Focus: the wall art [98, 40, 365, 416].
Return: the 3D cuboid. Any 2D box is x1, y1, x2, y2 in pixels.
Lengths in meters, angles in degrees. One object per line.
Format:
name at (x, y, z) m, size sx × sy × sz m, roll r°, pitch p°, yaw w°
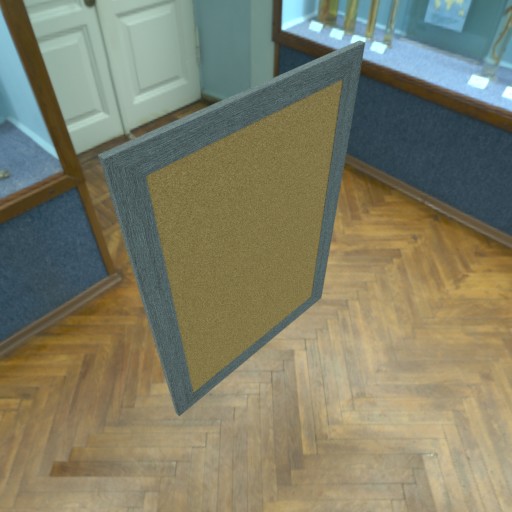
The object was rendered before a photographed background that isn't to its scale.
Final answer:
wall art at (0.000, 0.000, 1.363) m, size 0.768 × 1.070 × 0.020 m, roll -35°, pitch 55°, yaw -28°
